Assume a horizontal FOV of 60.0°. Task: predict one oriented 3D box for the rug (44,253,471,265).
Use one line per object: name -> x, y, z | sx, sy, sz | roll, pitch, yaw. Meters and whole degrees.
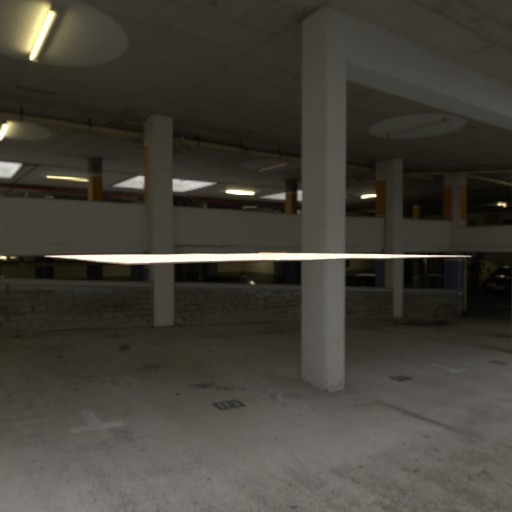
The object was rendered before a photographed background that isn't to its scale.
rug -> 0.000, 0.000, 4.278 | 3.365, 0.020, 2.452 | -1, 1, -35
